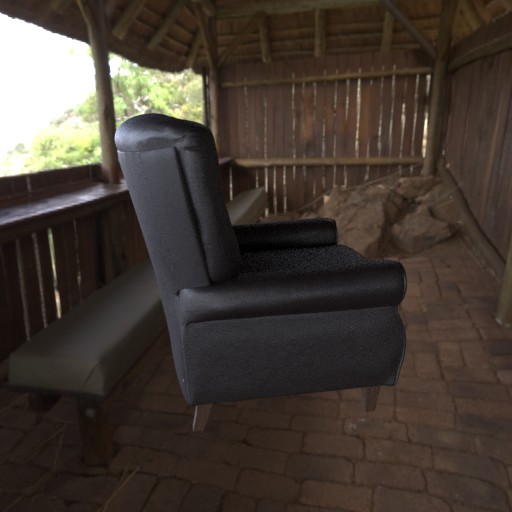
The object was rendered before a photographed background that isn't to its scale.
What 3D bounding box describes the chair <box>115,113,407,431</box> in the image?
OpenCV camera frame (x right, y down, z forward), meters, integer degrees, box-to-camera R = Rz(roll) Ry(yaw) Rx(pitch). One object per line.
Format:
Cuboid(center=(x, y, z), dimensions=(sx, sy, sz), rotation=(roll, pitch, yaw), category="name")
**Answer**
Cuboid(center=(0.000, 0.000, 1.889), dimensions=(1.058, 1.158, 0.948), rotation=(-3, 18, -9), category="chair")
